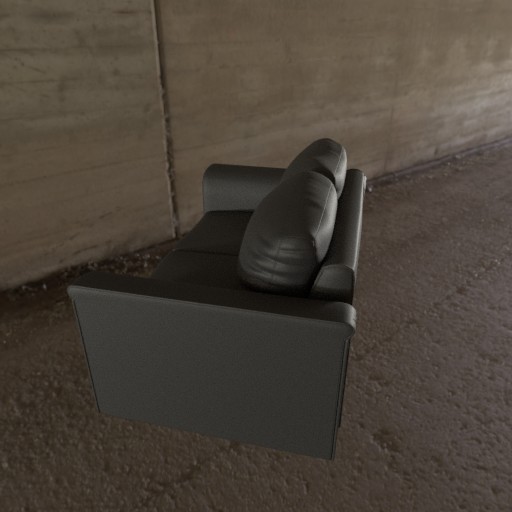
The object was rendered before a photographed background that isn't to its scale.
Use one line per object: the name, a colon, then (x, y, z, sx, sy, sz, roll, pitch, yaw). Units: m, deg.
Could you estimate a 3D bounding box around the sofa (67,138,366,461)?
sofa: (0.000, 0.000, 1.962, 0.887, 0.845, 1.386, 6, 28, 12)
